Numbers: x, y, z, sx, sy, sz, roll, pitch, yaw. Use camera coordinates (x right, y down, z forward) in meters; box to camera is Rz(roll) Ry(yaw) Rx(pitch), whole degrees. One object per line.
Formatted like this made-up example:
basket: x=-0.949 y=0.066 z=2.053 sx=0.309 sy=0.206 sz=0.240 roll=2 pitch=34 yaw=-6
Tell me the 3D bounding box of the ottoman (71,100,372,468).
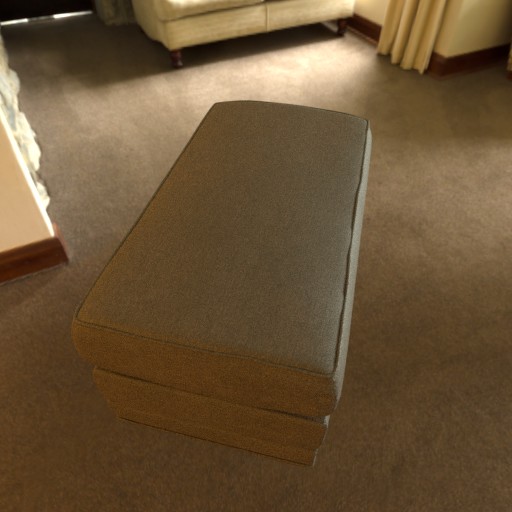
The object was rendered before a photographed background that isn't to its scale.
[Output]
ottoman: x=0.000 y=0.000 z=1.131 sx=0.490 sy=0.448 sz=0.864 roll=10 pitch=46 yaw=10
